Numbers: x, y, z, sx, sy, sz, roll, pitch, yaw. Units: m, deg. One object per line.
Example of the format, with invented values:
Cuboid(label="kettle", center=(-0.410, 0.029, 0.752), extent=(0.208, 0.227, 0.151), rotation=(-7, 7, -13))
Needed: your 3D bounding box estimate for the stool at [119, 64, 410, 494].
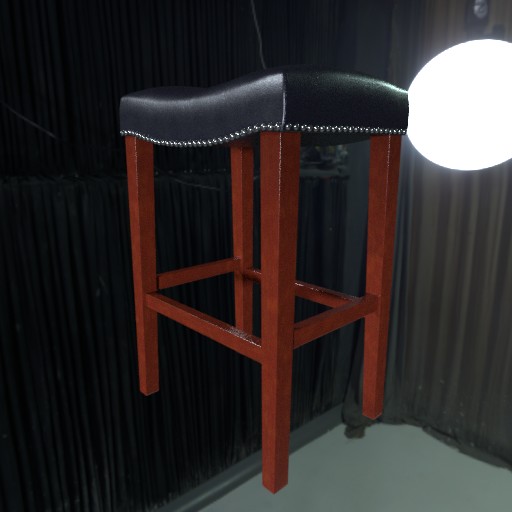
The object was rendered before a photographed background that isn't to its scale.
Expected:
Cuboid(label="stool", center=(0.000, 0.000, 0.998), extent=(0.372, 0.742, 0.504), rotation=(-13, 19, -42))
